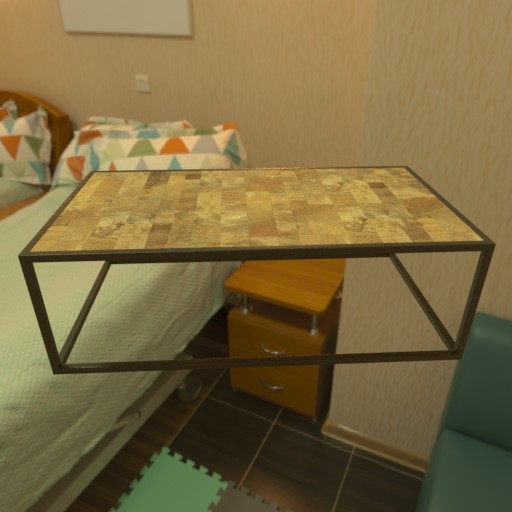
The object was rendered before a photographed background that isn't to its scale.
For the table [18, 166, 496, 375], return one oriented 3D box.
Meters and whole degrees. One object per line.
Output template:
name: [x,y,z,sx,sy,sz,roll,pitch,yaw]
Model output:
table: [0.000,0.000,1.487,1.199,0.398,0.649,-1,29,-3]
